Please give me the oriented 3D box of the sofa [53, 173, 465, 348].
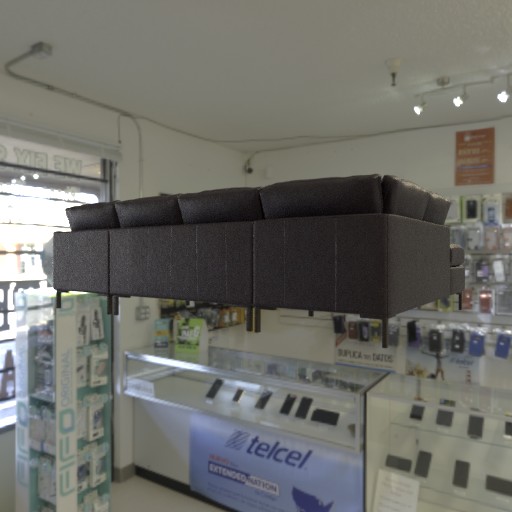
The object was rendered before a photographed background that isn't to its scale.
[{"bbox_3d":[0.000,0.000,3.769,2.956,0.900,1.939,0,0,35],"label":"sofa"}]
